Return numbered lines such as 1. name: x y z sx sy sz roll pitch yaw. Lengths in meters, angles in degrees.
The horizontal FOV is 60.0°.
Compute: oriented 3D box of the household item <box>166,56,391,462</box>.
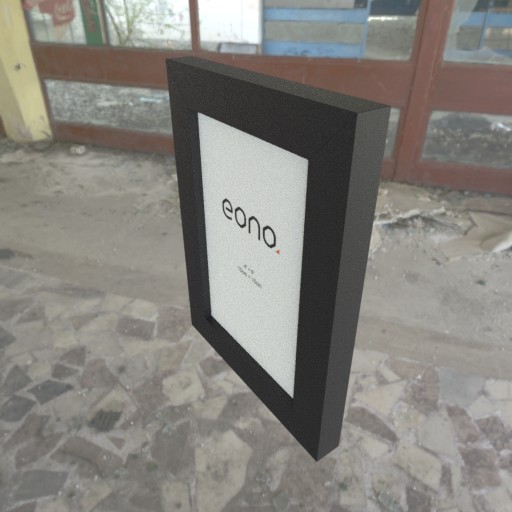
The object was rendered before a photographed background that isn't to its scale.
1. household item: 0.000 0.000 0.233 0.022 0.178 0.133 -21 38 -30
